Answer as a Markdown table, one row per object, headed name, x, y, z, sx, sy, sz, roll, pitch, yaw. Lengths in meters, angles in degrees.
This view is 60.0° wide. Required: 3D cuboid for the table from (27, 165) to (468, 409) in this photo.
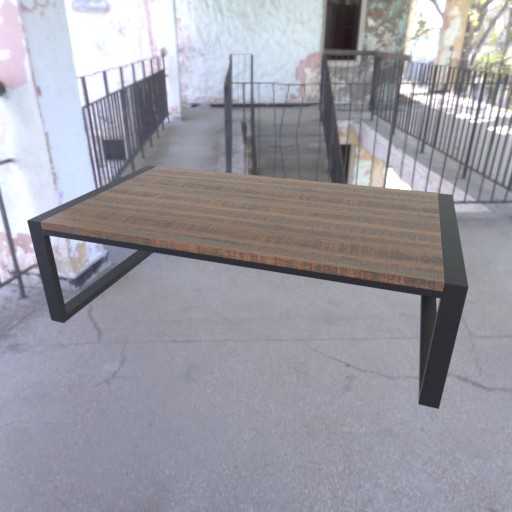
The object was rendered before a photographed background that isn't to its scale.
| name | x | y | z | sx | sy | sz | roll | pitch | yaw |
| --- | --- | --- | --- | --- | --- | --- | --- | --- | --- |
| table | 0.000 | 0.000 | 1.679 | 1.350 | 0.400 | 0.750 | 9 | 27 | 17 |
